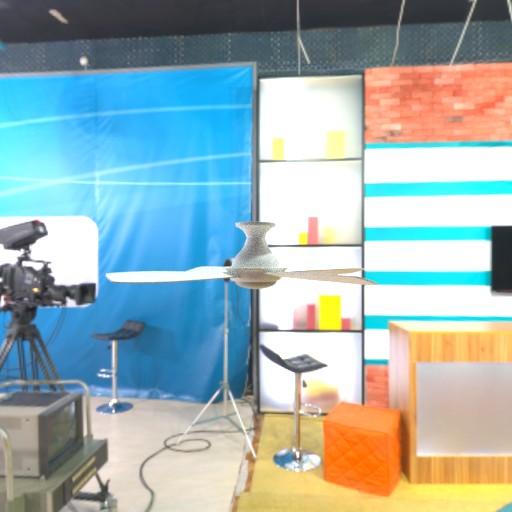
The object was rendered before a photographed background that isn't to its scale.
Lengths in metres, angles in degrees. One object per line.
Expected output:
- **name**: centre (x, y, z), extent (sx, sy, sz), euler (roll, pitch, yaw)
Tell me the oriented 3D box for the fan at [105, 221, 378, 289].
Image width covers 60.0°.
- **fan**: centre (0.000, 0.000, 2.565), extent (1.693, 0.382, 1.694), euler (0, 0, -34)
